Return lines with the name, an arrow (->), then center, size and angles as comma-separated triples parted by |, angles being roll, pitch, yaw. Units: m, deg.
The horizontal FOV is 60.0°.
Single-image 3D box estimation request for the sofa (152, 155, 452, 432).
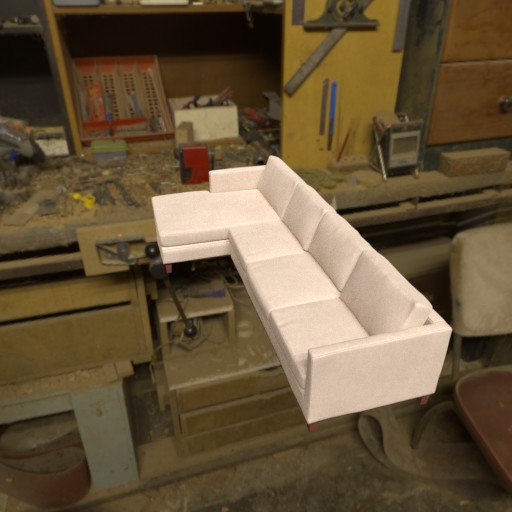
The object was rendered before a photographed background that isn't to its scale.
sofa -> 0.000, 0.000, 3.961 | 1.625, 0.846, 3.186 | -8, 32, -14
